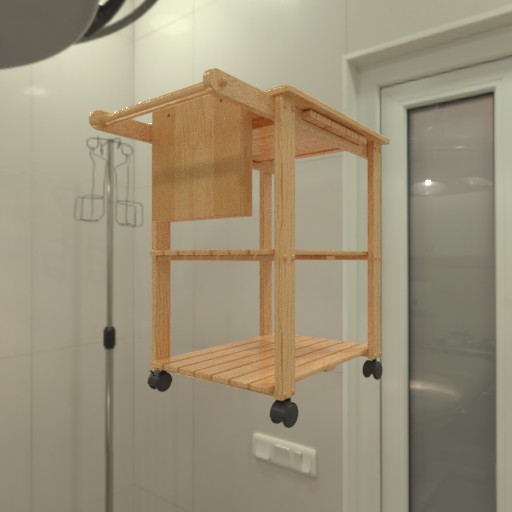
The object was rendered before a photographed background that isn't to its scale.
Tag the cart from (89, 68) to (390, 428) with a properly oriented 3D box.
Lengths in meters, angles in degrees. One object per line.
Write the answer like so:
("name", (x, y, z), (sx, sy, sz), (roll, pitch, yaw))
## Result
("cart", (0.000, 0.000, 1.344), (0.520, 0.816, 0.843), (0, 0, 38))
